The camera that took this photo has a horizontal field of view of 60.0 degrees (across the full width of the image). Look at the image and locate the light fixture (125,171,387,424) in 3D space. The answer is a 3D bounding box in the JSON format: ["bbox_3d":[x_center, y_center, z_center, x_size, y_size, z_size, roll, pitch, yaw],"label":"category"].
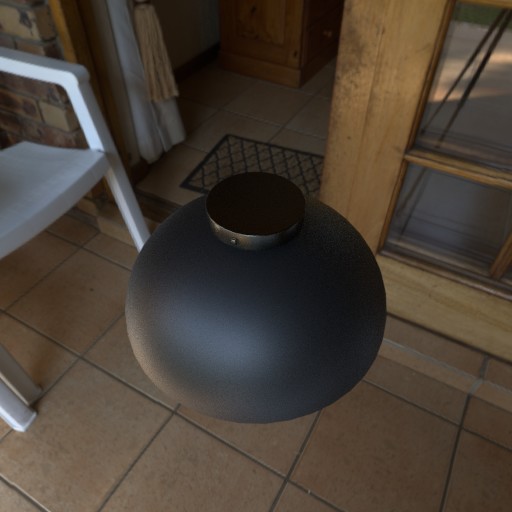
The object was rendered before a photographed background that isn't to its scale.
[{"bbox_3d":[0.000,0.000,0.558,0.355,0.177,0.355,0,46,0],"label":"light fixture"}]
